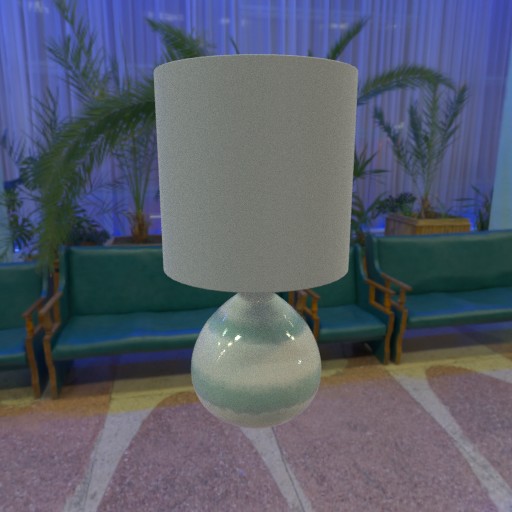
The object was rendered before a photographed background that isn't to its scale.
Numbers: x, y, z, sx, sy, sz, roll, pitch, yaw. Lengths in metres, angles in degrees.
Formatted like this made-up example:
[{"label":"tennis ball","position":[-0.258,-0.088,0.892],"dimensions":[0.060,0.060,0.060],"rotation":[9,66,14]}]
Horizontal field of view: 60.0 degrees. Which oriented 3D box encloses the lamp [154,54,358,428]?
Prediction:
[{"label":"lamp","position":[0.000,0.000,0.528],"dimensions":[0.217,0.404,0.217],"rotation":[-2,14,-9]}]
